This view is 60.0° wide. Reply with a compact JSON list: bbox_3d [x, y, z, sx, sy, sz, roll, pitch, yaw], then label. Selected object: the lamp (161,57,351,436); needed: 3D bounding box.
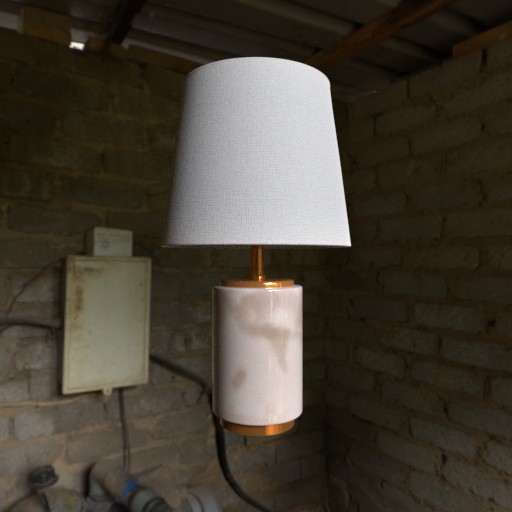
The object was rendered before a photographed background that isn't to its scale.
[{"bbox_3d":[0.000,0.000,0.452,0.189,0.340,0.189,0,0,0],"label":"lamp"}]
